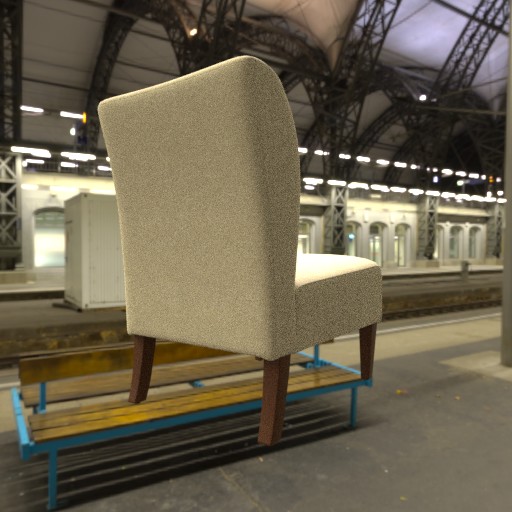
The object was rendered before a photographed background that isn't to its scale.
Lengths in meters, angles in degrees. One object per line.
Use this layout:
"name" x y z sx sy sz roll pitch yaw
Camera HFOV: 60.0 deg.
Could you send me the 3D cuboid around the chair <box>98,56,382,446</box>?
"chair" 0.000 0.000 1.326 0.521 0.833 0.754 1 1 36
